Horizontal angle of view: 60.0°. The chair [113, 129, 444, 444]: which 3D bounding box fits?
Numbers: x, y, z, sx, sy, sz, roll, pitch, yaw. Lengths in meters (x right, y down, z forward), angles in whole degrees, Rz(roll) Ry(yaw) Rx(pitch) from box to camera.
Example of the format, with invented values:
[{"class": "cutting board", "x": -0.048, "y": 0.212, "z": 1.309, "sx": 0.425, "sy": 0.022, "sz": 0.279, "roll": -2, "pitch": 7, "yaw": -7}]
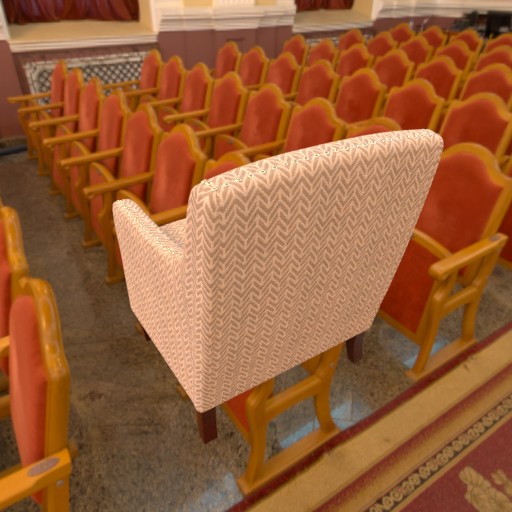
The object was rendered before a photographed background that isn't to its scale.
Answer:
[{"class": "chair", "x": 0.000, "y": 0.000, "z": 1.297, "sx": 0.623, "sy": 0.816, "sz": 0.651, "roll": -19, "pitch": 36, "yaw": -28}]
